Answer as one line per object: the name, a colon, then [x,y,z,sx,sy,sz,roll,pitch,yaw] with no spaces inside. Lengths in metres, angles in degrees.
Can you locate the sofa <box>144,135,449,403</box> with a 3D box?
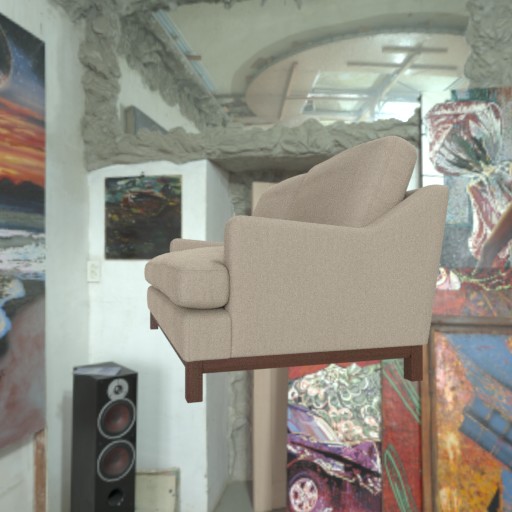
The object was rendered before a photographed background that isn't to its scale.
sofa: [0.000,0.000,2.221,1.004,0.910,1.619,0,-1,-17]
